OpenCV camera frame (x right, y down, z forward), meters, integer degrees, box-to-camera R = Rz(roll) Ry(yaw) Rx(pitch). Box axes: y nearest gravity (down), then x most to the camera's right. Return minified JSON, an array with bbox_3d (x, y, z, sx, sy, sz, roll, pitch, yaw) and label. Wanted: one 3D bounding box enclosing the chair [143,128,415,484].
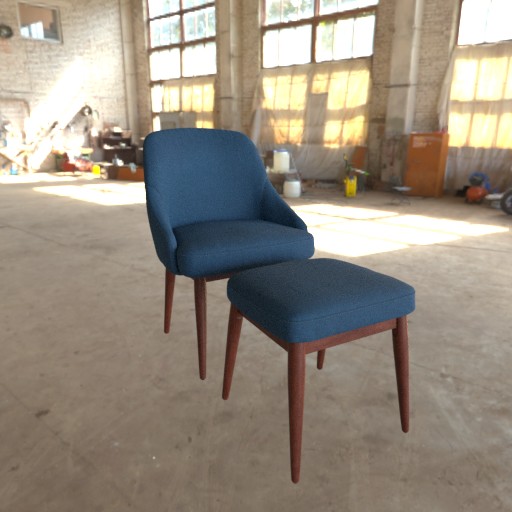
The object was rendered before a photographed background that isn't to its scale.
[{"bbox_3d":[0.000,0.000,1.555,0.584,0.866,1.114,-9,18,-28],"label":"chair"}]
